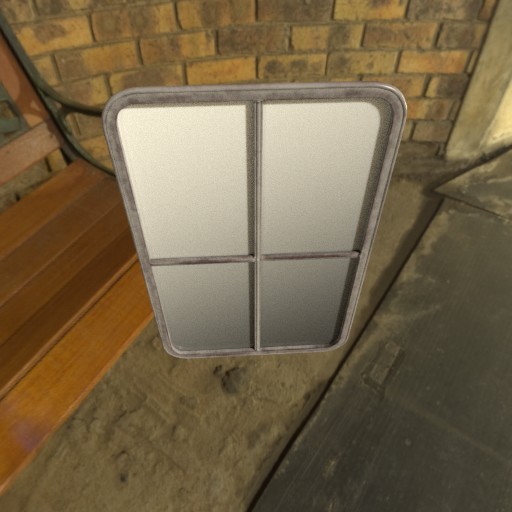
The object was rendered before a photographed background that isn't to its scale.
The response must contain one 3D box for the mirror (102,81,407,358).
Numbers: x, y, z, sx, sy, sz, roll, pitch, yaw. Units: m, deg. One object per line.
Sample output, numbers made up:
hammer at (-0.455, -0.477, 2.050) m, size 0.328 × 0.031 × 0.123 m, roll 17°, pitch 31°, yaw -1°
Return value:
mirror at (0.000, 0.000, 0.889) m, size 0.461 × 0.713 × 0.024 m, roll -2°, pitch 46°, yaw -2°
